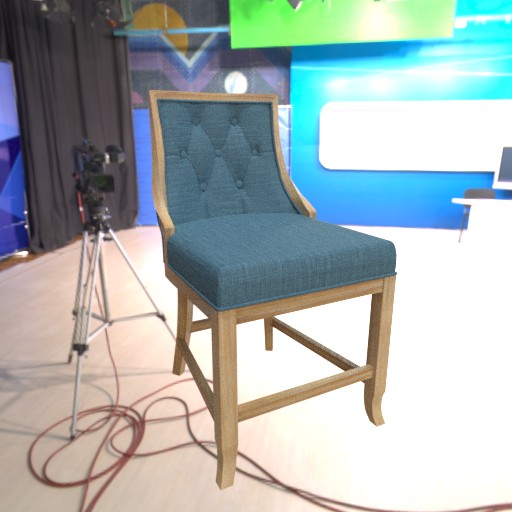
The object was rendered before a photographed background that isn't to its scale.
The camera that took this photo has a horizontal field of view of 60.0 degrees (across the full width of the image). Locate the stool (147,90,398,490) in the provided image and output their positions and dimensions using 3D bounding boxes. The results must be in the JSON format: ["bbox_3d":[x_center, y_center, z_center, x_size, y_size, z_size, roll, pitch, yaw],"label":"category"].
[{"bbox_3d":[0.000,0.000,1.308,0.524,0.938,0.626,-9,19,-27],"label":"stool"}]
